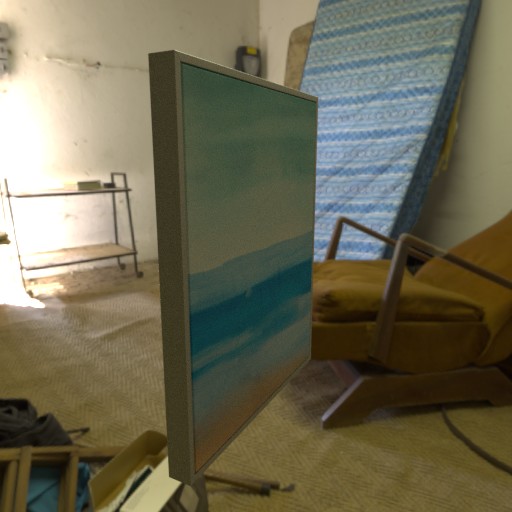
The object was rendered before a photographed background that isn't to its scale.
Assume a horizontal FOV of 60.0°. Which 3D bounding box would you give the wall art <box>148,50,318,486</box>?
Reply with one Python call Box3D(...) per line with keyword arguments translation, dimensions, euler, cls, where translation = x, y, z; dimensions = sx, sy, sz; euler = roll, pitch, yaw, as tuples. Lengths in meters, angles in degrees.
Box3D(translation=(0.000, 0.000, 0.745), dimensions=(0.039, 0.553, 0.445), euler=(7, 14, 28), cls="wall art")
